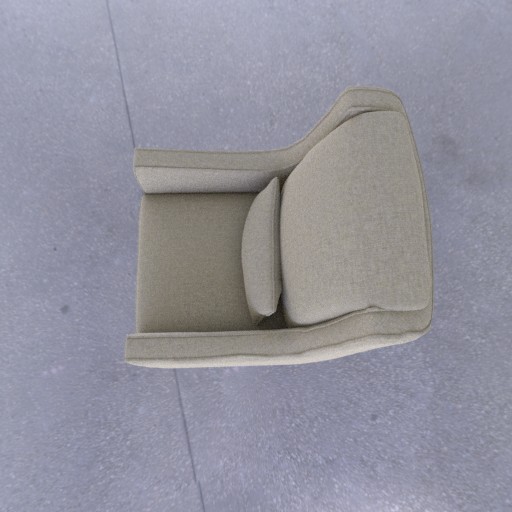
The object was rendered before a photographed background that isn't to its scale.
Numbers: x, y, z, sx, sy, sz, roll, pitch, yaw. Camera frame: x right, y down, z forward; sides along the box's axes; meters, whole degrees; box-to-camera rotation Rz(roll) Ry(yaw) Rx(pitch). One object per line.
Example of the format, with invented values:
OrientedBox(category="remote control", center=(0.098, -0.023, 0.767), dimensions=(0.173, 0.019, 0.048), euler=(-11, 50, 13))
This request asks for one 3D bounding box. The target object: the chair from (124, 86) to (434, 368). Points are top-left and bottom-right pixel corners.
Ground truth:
OrientedBox(category="chair", center=(0.000, 0.000, 1.560), dimensions=(0.879, 0.993, 0.732), euler=(-2, 75, 0))
